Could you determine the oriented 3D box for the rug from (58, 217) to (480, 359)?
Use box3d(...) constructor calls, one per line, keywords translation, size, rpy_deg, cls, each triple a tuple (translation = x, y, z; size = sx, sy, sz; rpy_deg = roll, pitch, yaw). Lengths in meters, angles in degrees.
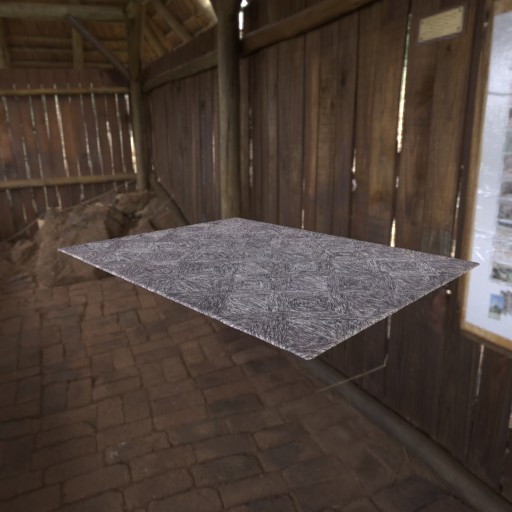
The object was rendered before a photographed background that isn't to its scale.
box3d(translation=(0.000, 0.000, 4.183), size=(3.204, 0.017, 2.448), rpy_deg=(15, 21, 43), cls="rug")
